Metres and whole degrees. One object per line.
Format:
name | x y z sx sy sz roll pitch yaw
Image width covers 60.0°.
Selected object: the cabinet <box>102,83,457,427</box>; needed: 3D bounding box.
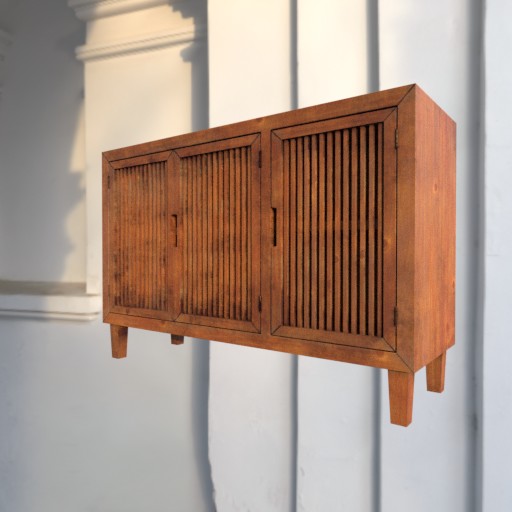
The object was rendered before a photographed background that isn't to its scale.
cabinet | 0.000 0.000 1.536 1.204 0.805 0.403 1 1 37
